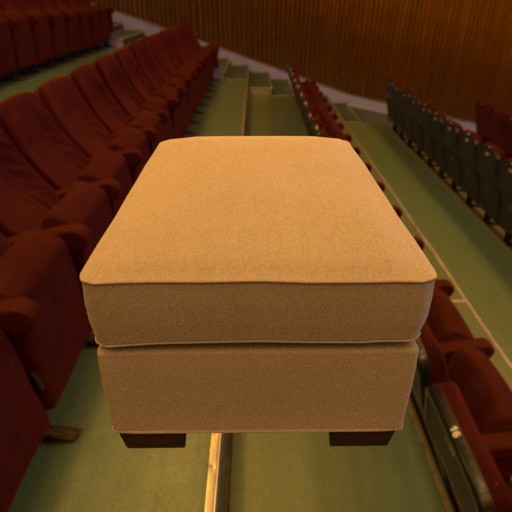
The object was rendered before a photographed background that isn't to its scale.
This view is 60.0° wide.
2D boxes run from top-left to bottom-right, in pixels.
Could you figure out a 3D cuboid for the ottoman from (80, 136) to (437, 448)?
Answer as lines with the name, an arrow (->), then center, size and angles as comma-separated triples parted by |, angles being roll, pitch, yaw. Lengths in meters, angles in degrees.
ottoman -> 0.000, 0.000, 1.194 | 0.617, 0.503, 0.846 | 0, 31, -1
